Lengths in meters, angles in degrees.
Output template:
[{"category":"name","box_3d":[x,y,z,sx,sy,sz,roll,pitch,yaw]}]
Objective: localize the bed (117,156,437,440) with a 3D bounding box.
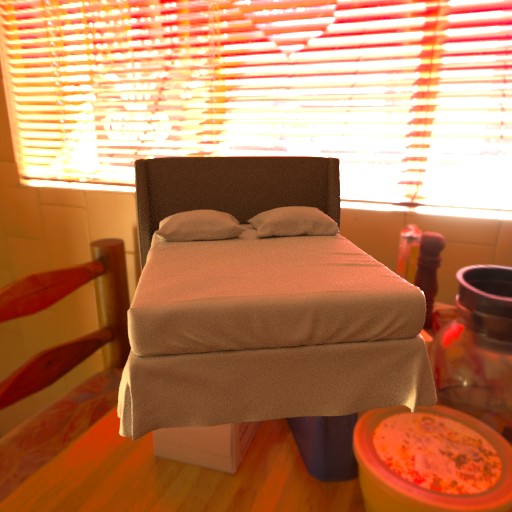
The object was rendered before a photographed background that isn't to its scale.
[{"category":"bed","box_3d":[0.000,0.000,3.306,1.925,1.332,2.276,-2,16,-8]}]
